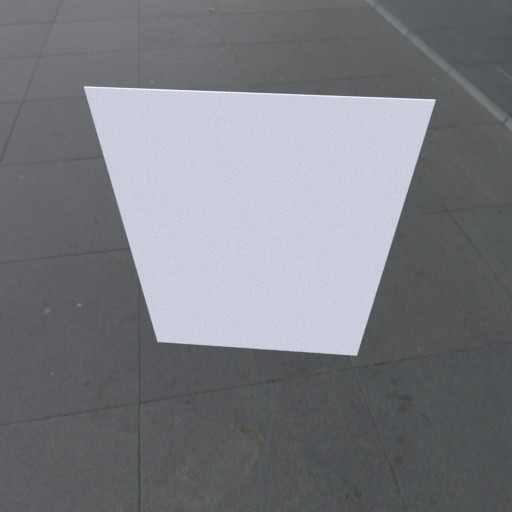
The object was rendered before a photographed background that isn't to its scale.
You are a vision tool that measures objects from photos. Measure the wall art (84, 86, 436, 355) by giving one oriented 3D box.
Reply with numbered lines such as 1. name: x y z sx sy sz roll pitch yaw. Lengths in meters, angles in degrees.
1. wall art: 0.000 0.000 0.795 0.457 0.610 0.003 3 46 3
